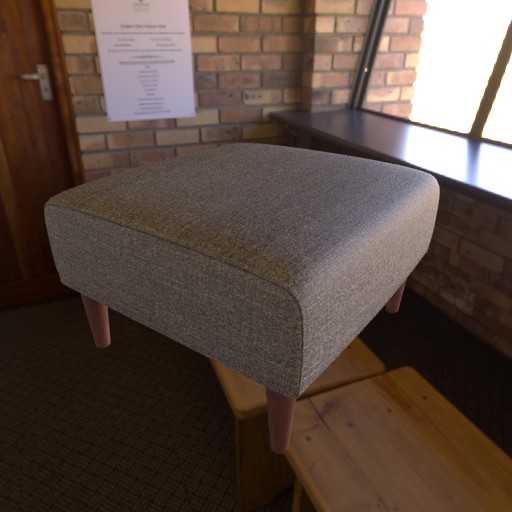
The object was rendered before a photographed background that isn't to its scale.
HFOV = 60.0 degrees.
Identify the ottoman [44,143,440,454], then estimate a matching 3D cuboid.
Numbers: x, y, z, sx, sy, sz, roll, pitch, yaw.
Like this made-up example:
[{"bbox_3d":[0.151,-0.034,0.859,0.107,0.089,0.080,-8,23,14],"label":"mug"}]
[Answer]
[{"bbox_3d":[0.000,0.000,1.042,0.648,0.399,0.655,18,31,32],"label":"ottoman"}]
